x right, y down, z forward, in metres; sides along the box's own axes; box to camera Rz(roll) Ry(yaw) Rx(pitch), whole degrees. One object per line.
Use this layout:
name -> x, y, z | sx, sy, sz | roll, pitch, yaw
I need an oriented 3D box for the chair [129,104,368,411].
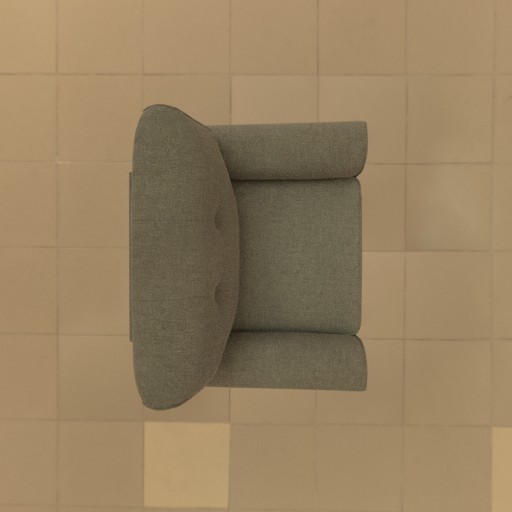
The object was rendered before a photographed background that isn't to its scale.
chair -> 0.000, 0.000, 1.654 | 0.816, 0.890, 0.941 | 0, 91, 1
